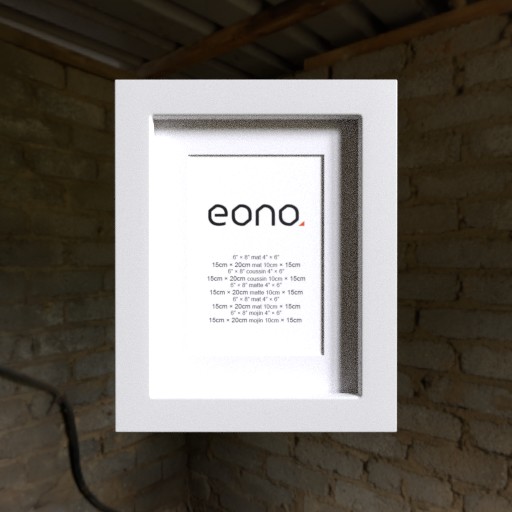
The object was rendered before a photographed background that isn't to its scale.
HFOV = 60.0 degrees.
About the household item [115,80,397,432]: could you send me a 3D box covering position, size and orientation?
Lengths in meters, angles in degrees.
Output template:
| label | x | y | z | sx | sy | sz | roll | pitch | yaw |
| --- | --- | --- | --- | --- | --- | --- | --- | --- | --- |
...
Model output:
| label | x | y | z | sx | sy | sz | roll | pitch | yaw |
| --- | --- | --- | --- | --- | --- | --- | --- | --- | --- |
| household item | 0.000 | 0.000 | 0.336 | 0.200 | 0.250 | 0.045 | 0 | 0 | 0 |
